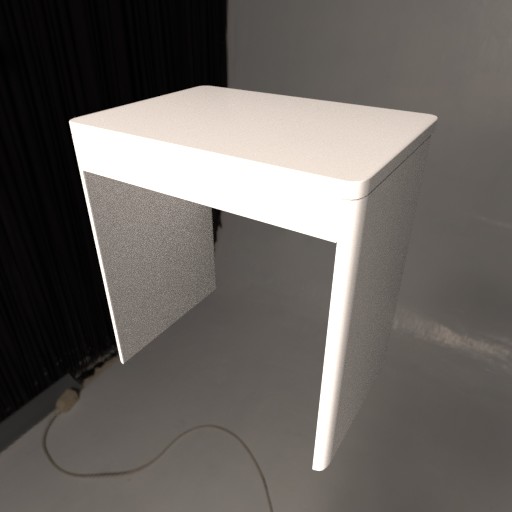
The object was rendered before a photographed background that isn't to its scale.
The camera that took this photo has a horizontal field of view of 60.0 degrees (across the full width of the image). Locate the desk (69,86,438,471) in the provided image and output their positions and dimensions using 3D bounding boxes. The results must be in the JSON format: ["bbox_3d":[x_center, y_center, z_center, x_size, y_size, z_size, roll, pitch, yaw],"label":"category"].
[{"bbox_3d":[0.000,0.000,1.306,0.762,0.800,0.549,18,36,27],"label":"desk"}]
